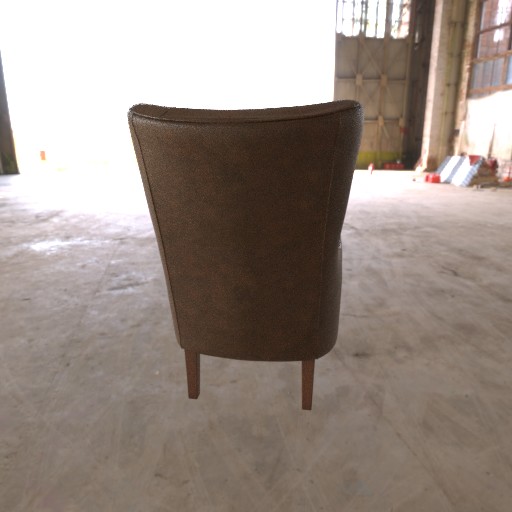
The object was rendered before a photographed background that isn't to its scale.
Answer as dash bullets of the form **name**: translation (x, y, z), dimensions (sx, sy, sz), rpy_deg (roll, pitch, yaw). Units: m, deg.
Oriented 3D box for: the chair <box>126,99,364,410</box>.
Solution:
- **chair**: translation (0.000, 0.000, 1.639), dimensions (0.692, 1.048, 0.914), rpy_deg (2, 15, 9)
